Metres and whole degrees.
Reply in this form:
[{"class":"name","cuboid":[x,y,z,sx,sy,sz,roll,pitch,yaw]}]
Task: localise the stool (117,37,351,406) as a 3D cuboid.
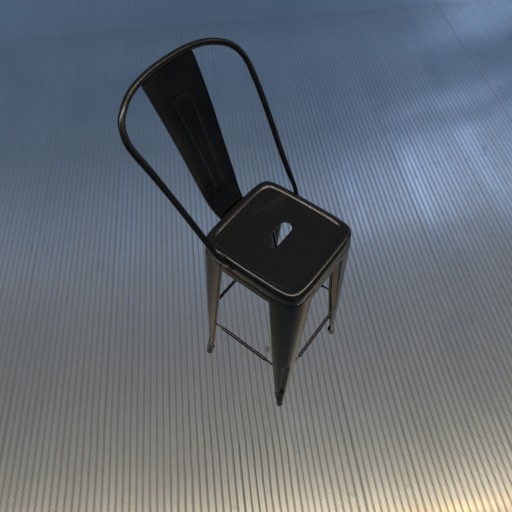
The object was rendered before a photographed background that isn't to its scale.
[{"class":"stool","cuboid":[0.000,0.000,1.325,0.513,1.096,0.399,33,63,19]}]
